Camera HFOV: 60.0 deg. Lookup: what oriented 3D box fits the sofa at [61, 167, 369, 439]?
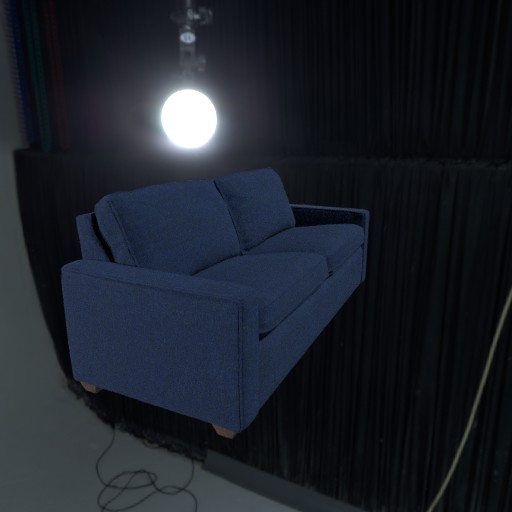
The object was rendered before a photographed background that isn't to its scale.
[{"bbox_3d":[0.000,0.000,2.641,0.940,0.919,2.080,7,17,25],"label":"sofa"}]
